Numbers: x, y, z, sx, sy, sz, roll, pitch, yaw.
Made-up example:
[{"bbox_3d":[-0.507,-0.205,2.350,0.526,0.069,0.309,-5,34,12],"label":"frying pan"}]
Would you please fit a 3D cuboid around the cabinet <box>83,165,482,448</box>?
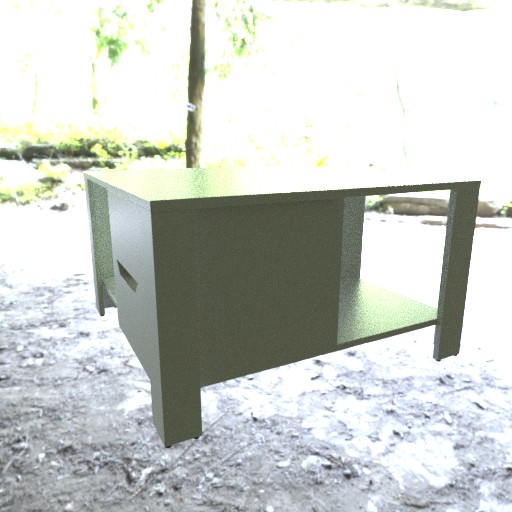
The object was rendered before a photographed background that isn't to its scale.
[{"bbox_3d":[0.000,0.000,1.279,0.800,0.460,0.800,-8,16,-27],"label":"cabinet"}]
